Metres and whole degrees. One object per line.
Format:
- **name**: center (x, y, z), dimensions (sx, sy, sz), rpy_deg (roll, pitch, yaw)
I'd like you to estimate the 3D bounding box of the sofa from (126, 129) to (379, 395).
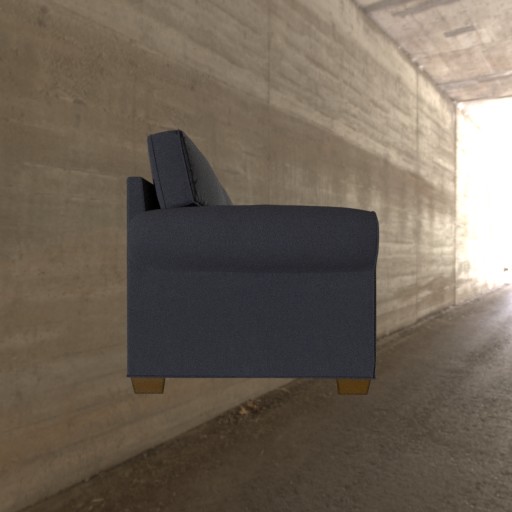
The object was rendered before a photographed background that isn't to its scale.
- **sofa**: center (0.000, 0.000, 2.546), dimensions (0.951, 1.031, 2.009), rpy_deg (0, 0, 1)
